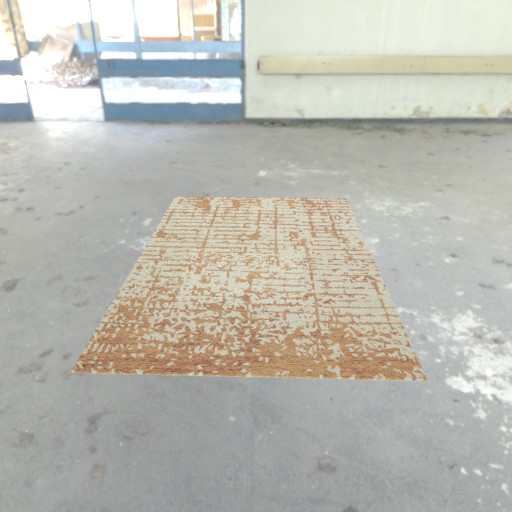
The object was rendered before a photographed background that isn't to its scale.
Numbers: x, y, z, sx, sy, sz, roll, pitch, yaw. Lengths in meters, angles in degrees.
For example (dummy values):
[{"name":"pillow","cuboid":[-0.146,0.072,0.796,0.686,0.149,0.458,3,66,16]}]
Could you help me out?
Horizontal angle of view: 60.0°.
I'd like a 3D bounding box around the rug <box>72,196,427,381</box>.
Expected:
[{"name":"rug","cuboid":[0.000,0.000,2.329,1.219,0.011,1.829,1,27,2]}]
